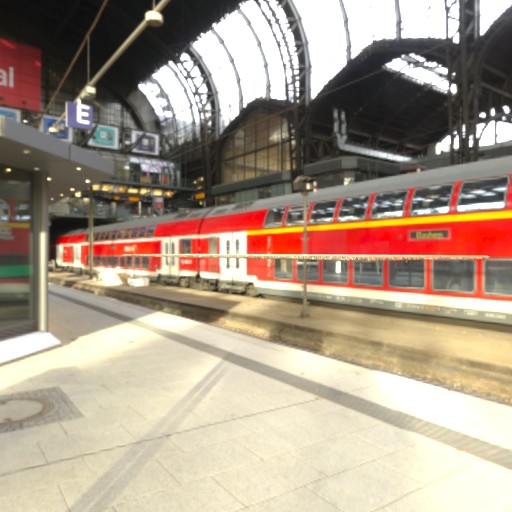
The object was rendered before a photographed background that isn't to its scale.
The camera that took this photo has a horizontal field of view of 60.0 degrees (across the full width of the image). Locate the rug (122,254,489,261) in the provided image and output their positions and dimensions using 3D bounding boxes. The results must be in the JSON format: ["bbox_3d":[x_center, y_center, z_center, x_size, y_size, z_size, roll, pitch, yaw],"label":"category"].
[{"bbox_3d":[0.000,0.000,2.692,0.810,0.016,2.413,0,1,-36],"label":"rug"}]
